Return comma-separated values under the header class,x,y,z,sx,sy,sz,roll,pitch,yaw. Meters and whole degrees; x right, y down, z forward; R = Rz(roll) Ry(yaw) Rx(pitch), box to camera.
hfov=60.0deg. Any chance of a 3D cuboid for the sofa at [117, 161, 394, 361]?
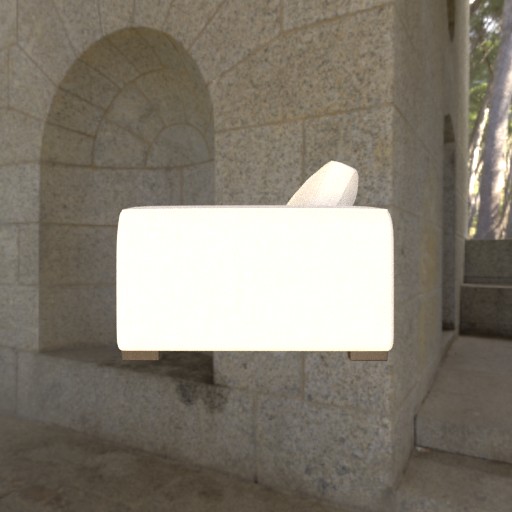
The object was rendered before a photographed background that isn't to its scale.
class,x,y,z,sx,sy,sz,roll,pitch,yaw
sofa,0.000,0.000,2.765,1.070,0.801,2.262,0,0,0
